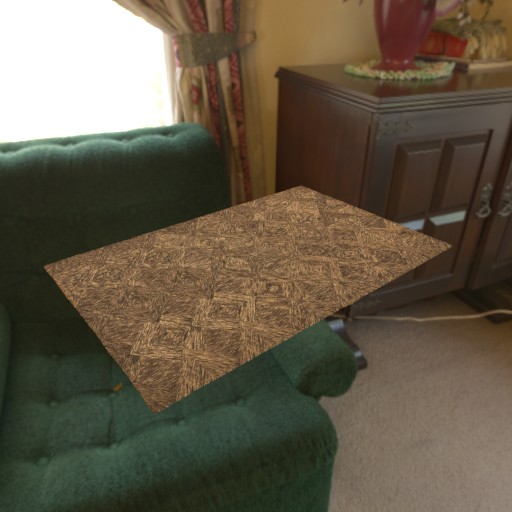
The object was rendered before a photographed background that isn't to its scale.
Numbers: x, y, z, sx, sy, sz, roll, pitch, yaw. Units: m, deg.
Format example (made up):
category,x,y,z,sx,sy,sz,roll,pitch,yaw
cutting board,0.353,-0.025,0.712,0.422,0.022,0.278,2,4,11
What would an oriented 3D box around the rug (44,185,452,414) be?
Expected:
category,x,y,z,sx,sy,sz,roll,pitch,yaw
rug,0.000,0.000,2.321,1.808,0.011,1.189,-22,36,-33
